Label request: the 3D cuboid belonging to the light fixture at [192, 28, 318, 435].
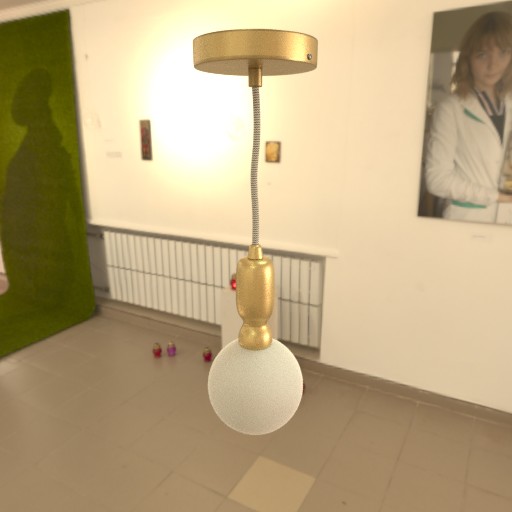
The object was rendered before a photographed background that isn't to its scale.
[{"bbox_3d":[0.000,0.000,0.579,0.147,0.510,0.146,8,18,28],"label":"light fixture"}]
